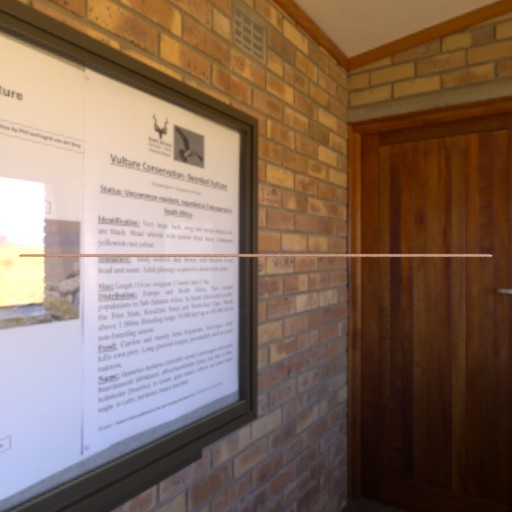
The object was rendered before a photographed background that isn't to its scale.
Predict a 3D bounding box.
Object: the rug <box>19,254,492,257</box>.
[{"bbox_3d":[0.000,0.000,2.747,2.134,0.013,1.524,0,0,1],"label":"rug"}]
